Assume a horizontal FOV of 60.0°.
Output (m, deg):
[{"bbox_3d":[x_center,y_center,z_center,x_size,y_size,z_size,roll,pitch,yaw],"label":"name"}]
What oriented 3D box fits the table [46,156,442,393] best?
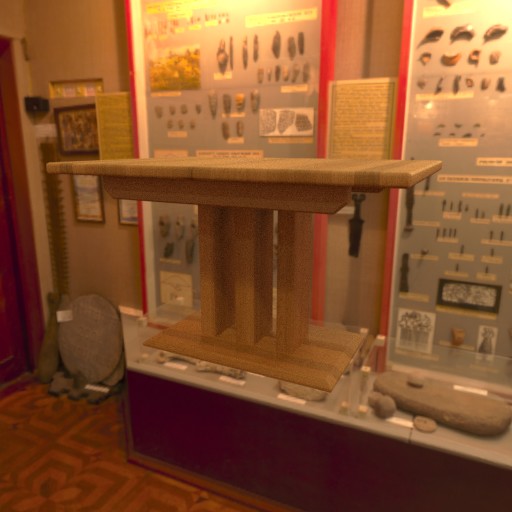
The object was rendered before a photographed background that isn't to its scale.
[{"bbox_3d":[0.000,0.000,1.845,1.300,0.770,0.900,7,16,26],"label":"table"}]
